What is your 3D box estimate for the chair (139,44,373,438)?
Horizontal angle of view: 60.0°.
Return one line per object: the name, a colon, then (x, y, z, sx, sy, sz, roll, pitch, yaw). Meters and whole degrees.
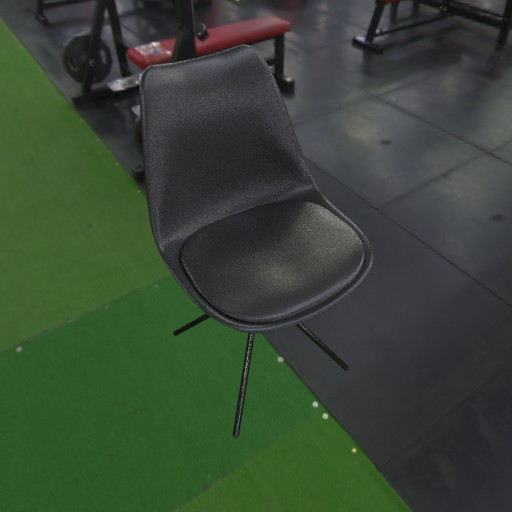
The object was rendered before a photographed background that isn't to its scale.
chair: (0.000, 0.000, 1.138, 0.461, 0.850, 0.525, -24, 50, -22)
